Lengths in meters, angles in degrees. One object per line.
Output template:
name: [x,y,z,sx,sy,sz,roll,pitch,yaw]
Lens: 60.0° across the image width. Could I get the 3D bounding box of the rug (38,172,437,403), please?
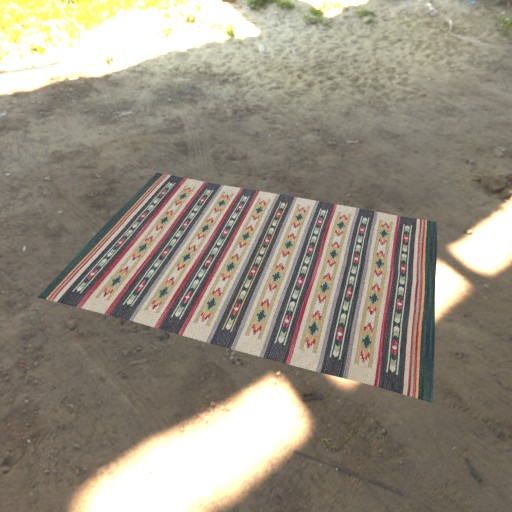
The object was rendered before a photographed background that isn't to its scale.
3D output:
rug: [0.000,0.000,2.352,1.825,0.009,1.221,12,42,13]
